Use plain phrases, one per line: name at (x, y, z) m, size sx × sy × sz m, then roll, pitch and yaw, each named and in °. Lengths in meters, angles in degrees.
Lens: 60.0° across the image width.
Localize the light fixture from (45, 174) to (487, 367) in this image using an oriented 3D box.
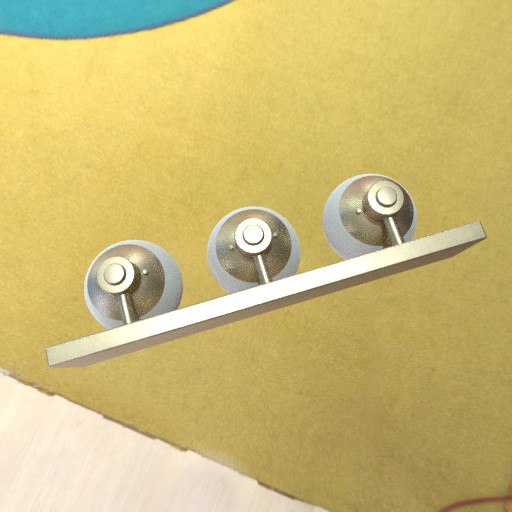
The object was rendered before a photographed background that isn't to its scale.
light fixture at (0.000, 0.000, 0.847) m, size 0.721 × 0.263 × 0.218 m, roll -16°, pitch 77°, yaw -4°
